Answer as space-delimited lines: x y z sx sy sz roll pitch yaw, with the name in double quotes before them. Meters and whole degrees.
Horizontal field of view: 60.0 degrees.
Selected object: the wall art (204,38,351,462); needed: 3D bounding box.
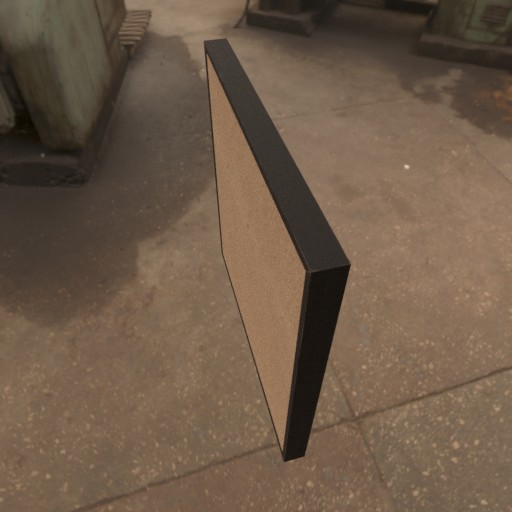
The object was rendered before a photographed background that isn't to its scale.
"wall art" 0.000 0.000 0.744 0.038 0.508 0.508 -11 49 -10
